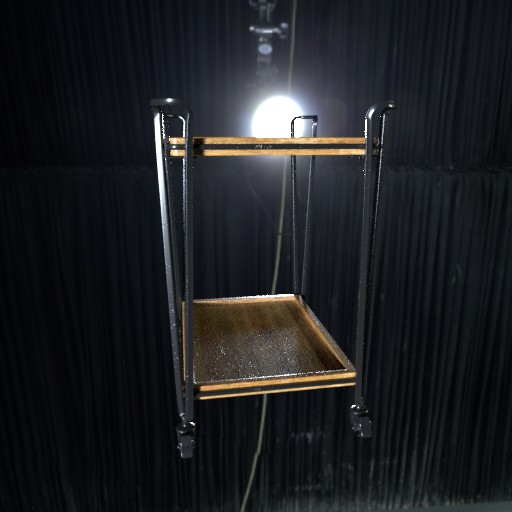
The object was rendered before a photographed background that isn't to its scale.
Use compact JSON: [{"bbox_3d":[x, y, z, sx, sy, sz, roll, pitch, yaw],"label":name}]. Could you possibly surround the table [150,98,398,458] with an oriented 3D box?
[{"bbox_3d":[0.000,0.000,1.248,0.505,0.785,0.672,-3,15,-9],"label":"table"}]
